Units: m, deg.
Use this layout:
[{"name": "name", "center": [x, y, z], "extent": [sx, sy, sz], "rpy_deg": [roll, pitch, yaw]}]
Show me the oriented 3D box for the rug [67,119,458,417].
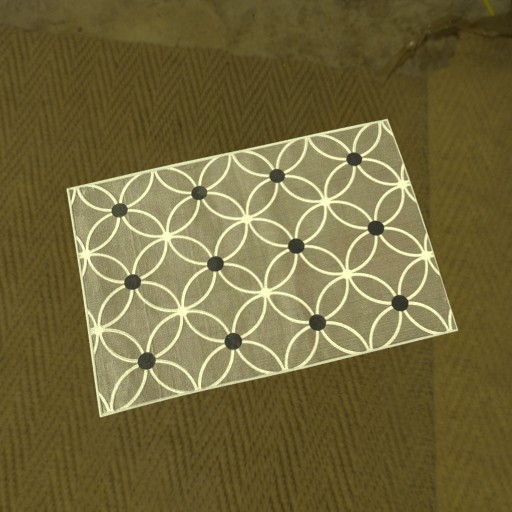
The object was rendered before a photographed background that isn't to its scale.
[{"name": "rug", "center": [0.000, 0.000, 2.899], "extent": [2.284, 0.008, 1.522], "rpy_deg": [-13, 77, -3]}]
